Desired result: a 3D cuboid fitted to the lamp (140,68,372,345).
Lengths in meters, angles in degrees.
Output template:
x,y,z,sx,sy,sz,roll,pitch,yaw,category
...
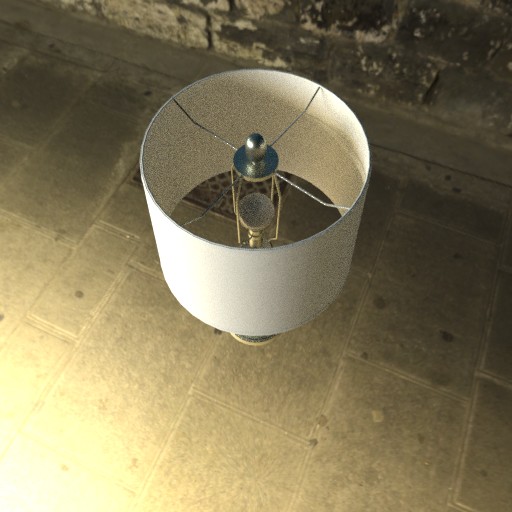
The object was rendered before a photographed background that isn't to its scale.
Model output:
x,y,z,sx,sy,sz,roll,pitch,yaw,category
0.000,0.000,0.940,0.383,0.733,0.383,0,63,0,lamp
